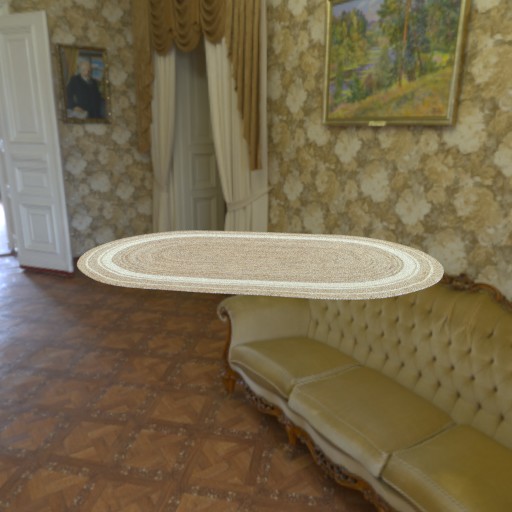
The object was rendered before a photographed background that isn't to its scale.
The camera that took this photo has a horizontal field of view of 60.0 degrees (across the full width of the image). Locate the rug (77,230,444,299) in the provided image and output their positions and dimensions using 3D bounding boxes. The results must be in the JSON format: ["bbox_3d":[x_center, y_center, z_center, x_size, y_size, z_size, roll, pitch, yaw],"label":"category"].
[{"bbox_3d":[0.000,0.000,3.070,2.432,0.006,1.520,2,16,9],"label":"rug"}]
